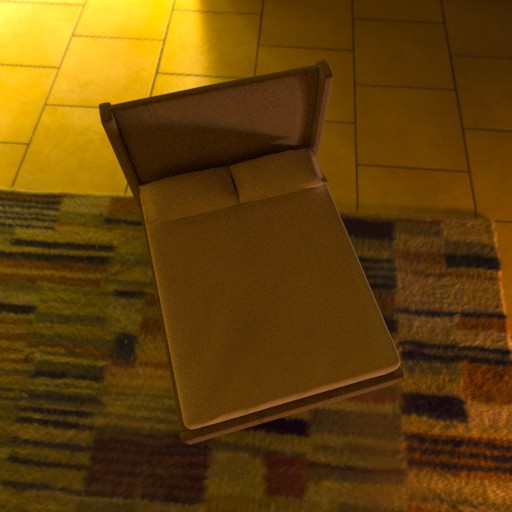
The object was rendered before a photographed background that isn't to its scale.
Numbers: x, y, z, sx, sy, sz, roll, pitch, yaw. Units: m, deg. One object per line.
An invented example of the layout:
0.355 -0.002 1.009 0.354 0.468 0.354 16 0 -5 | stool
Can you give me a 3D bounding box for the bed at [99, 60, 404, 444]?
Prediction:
0.000 0.000 3.422 1.714 1.481 2.245 -14 64 -7 | bed
